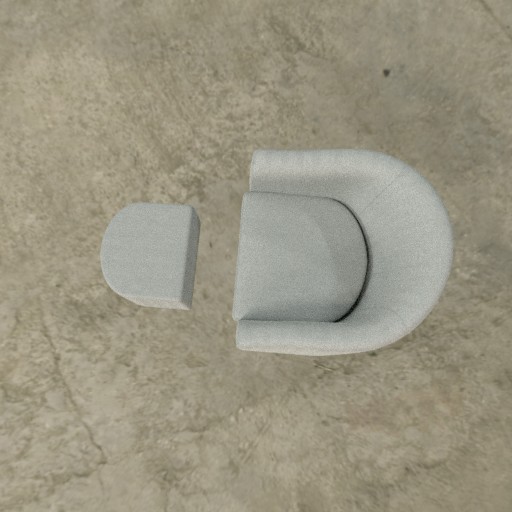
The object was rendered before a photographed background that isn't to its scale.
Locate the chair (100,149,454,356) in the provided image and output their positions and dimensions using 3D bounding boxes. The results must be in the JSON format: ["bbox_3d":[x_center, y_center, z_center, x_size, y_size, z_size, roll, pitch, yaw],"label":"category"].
[{"bbox_3d":[0.000,0.000,1.796,1.288,0.757,0.756,4,76,1],"label":"chair"}]
